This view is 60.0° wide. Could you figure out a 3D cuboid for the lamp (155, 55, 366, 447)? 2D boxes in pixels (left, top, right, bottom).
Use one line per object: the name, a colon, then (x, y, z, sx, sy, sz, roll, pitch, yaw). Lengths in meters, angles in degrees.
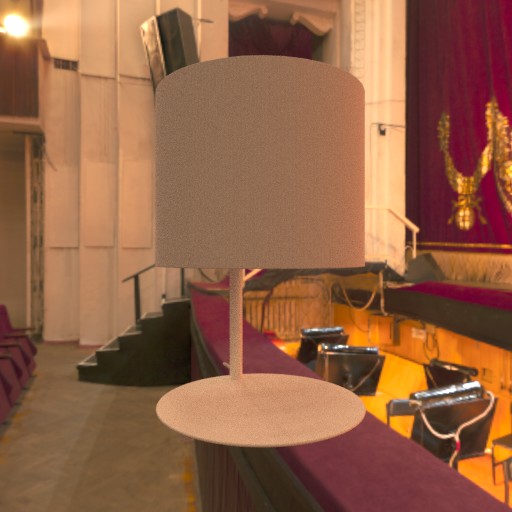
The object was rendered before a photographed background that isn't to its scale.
lamp: (0.000, 0.000, 0.667, 0.299, 0.454, 0.341, 0, 0, -19)
